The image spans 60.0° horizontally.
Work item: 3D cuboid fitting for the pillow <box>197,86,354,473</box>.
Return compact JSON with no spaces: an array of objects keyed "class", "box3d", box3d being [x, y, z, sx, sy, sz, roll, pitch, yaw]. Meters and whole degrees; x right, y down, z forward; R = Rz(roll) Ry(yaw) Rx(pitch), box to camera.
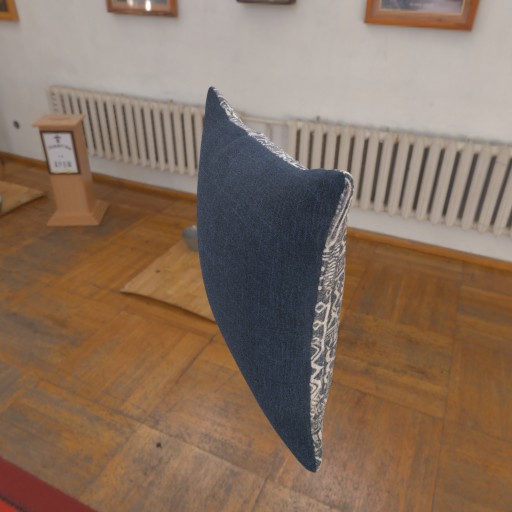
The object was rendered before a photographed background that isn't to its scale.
[{"class":"pillow","box3d":[0.000,0.000,0.780,0.180,0.487,0.546,-10,32,-17]}]
